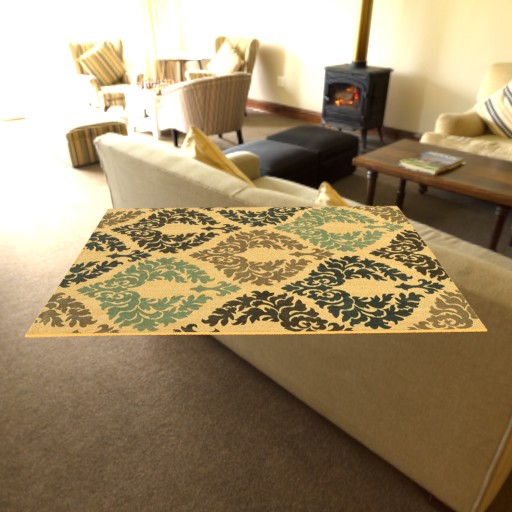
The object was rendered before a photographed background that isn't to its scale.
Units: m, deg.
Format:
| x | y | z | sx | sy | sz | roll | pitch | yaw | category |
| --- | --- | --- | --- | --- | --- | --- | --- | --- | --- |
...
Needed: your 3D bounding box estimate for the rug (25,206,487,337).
| x | y | z | sx | sy | sz | roll | pitch | yaw | category |
| --- | --- | --- | --- | --- | --- | --- | --- | --- | --- |
| 0.000 | 0.000 | 2.821 | 2.275 | 0.014 | 1.514 | -1 | 30 | -1 | rug |
